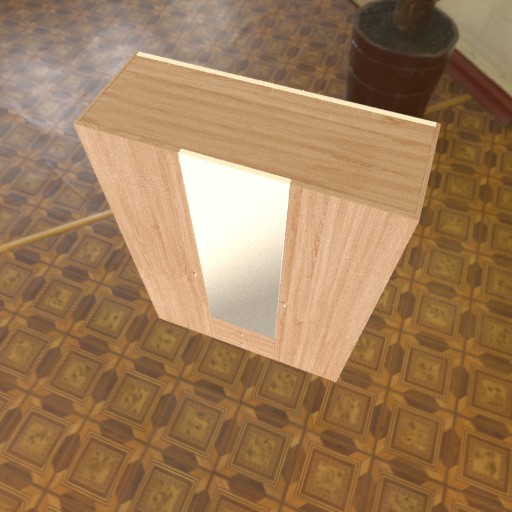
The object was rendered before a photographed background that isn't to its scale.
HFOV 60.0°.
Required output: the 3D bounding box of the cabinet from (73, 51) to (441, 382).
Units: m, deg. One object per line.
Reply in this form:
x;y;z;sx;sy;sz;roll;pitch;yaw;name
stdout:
0.000;0.000;2.819;1.500;2.120;0.590;18;59;11;cabinet
